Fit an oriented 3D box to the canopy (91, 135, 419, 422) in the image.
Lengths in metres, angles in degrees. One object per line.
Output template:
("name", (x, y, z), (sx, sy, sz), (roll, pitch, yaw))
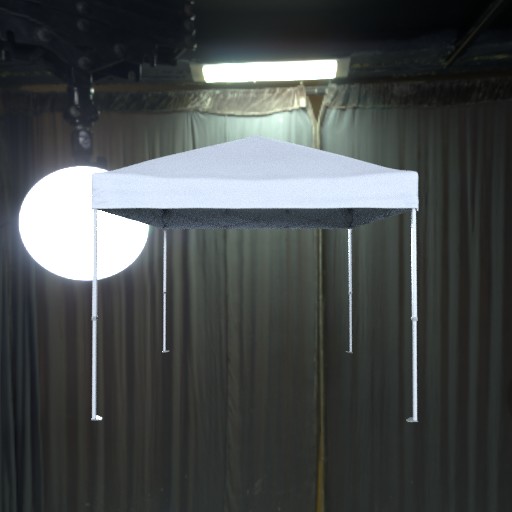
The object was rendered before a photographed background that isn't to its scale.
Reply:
("canopy", (0.000, 0.000, 5.501), (2.996, 2.997, 2.998), (0, 0, 1))
